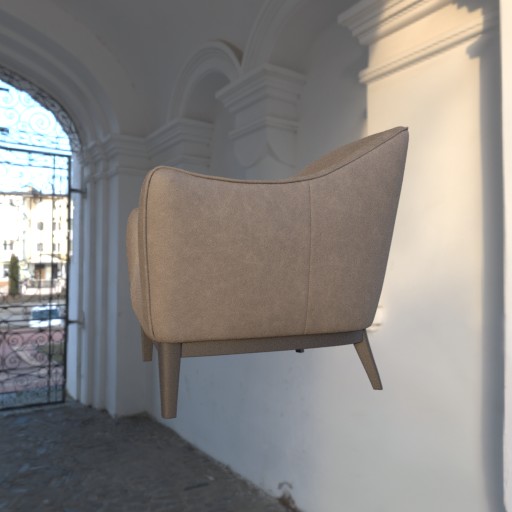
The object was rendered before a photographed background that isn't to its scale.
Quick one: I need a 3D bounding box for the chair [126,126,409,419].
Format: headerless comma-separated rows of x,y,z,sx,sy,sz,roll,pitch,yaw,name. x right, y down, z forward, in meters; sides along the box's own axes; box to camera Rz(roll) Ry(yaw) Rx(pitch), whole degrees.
0.000,0.000,1.563,0.852,0.830,0.871,0,-1,-18,chair
